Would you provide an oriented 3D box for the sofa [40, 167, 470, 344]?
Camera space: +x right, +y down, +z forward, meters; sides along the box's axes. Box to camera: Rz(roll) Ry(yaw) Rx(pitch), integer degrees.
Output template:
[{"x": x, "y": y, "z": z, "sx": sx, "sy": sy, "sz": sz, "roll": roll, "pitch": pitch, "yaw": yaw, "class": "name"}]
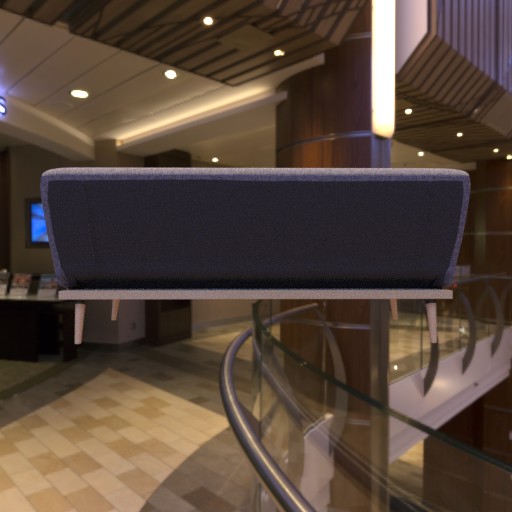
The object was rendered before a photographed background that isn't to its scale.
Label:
[{"x": 0.000, "y": 0.000, "z": 2.238, "sx": 1.820, "sy": 0.770, "sz": 0.820, "roll": 0, "pitch": 1, "yaw": -1, "class": "sofa"}]
